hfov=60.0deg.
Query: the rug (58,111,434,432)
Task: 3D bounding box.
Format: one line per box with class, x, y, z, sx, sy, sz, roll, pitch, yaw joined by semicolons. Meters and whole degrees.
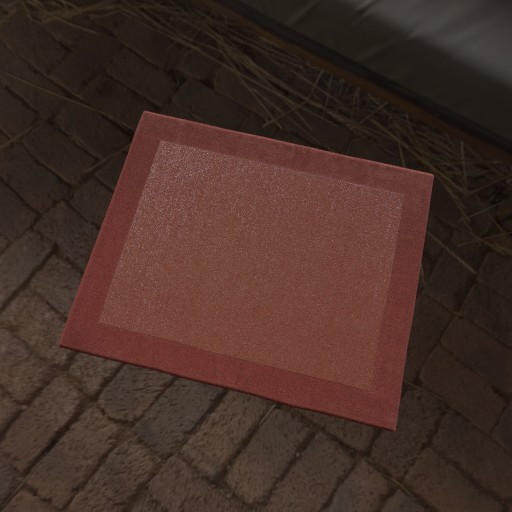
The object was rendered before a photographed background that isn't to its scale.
rug;0.000;0.000;4.093;2.976;0.018;2.430;13;75;4
